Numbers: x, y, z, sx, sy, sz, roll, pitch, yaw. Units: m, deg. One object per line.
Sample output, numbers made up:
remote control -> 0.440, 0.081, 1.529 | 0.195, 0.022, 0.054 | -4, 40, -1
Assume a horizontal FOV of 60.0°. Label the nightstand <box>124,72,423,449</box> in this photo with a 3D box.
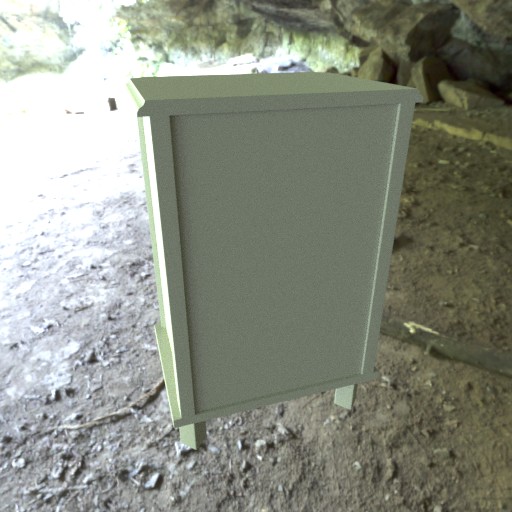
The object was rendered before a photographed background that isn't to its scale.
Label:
nightstand -> 0.000, 0.000, 0.926 | 0.435, 0.681, 0.351 | -8, 28, -16
